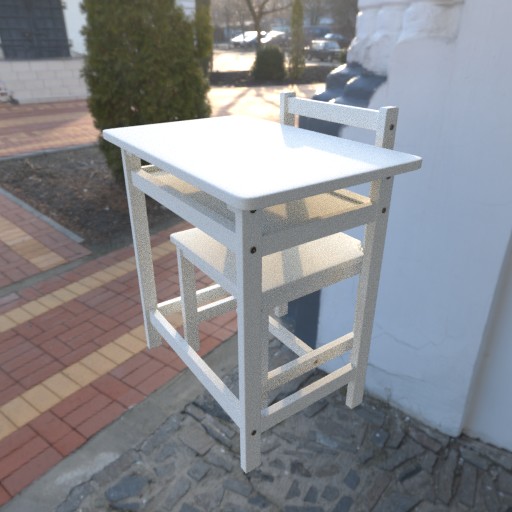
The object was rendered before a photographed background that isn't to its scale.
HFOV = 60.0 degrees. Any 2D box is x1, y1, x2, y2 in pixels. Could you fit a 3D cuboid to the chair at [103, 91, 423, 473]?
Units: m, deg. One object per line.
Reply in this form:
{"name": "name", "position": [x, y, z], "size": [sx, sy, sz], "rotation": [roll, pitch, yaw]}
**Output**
{"name": "chair", "position": [0.000, 0.000, 1.043], "size": [0.461, 0.673, 0.599], "rotation": [-17, 31, -31]}
